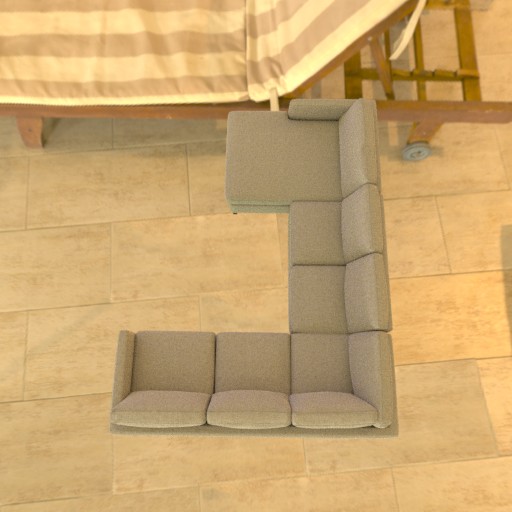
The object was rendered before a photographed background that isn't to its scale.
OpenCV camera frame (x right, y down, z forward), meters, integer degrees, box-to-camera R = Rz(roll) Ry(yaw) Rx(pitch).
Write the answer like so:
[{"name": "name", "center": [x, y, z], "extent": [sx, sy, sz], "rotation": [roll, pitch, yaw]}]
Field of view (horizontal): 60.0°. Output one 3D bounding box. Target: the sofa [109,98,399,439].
[{"name": "sofa", "center": [0.000, 0.000, 4.587], "extent": [2.593, 0.959, 3.460], "rotation": [1, 74, 0]}]
